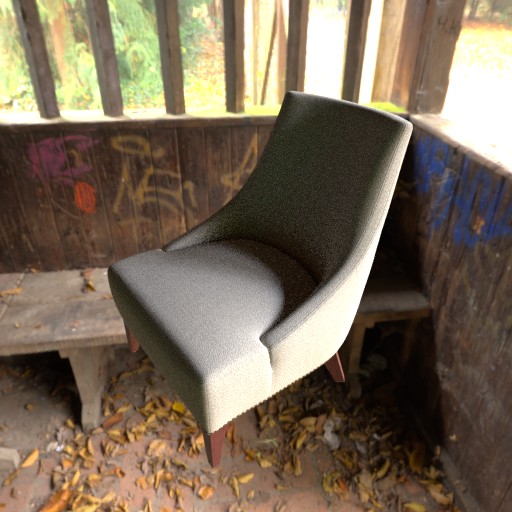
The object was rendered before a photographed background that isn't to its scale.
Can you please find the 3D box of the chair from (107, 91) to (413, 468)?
[{"bbox_3d":[0.000,0.000,1.507,0.861,0.909,0.701,-21,38,-30],"label":"chair"}]
